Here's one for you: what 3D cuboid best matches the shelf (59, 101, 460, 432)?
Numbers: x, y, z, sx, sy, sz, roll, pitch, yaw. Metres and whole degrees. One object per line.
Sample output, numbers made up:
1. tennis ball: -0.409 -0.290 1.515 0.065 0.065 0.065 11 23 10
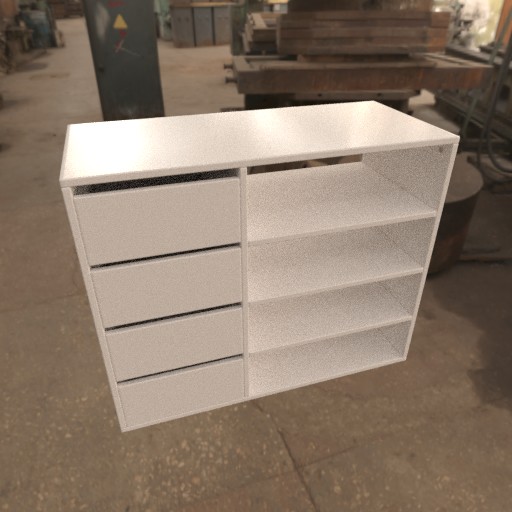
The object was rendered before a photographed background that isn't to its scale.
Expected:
1. shelf: 0.000 0.000 1.290 0.895 0.732 0.396 -10 33 -15
